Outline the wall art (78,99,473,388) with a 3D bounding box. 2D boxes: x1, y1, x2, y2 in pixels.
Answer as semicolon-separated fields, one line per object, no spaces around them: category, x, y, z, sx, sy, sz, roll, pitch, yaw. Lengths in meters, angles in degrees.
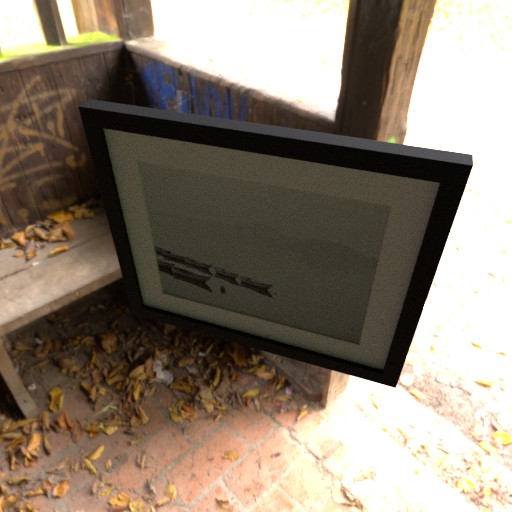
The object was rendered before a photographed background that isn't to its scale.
wall art;0.000;0.000;0.750;0.554;0.454;0.030;13;41;15
